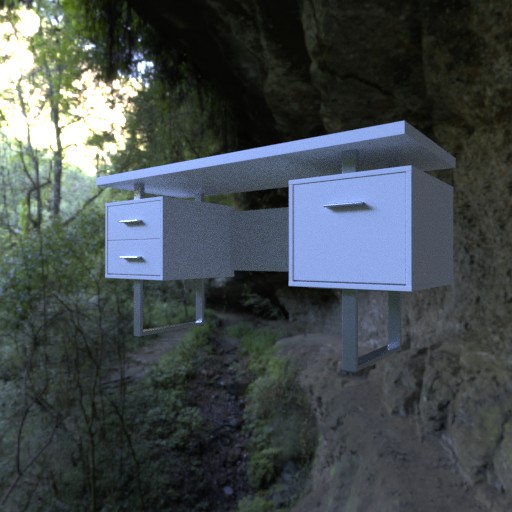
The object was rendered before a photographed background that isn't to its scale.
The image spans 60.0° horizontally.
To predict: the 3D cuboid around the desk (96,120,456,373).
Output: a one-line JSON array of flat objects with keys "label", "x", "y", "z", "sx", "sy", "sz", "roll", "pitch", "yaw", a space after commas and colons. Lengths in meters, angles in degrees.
[{"label": "desk", "x": 0.000, "y": 0.000, "z": 1.971, "sx": 1.530, "sy": 0.773, "sz": 0.603, "roll": 0, "pitch": 0, "yaw": 37}]
